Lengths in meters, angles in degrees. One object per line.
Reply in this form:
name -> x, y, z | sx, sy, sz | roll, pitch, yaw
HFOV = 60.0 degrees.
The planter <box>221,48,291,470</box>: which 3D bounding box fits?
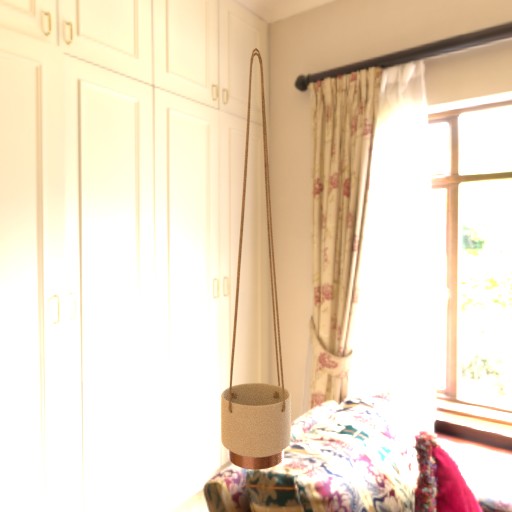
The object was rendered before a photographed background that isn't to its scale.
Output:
planter -> 0.000, 0.000, 0.919 | 0.146, 0.841, 0.146 | 0, 2, -2
